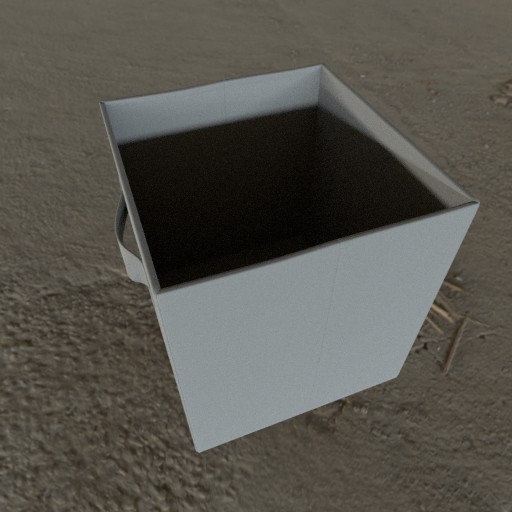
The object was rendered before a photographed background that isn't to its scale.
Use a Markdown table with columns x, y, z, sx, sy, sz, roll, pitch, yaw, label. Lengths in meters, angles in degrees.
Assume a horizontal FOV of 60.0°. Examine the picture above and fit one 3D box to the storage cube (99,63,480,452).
| x | y | z | sx | sy | sz | roll | pitch | yaw | label |
| --- | --- | --- | --- | --- | --- | --- | --- | --- | --- |
| 0.000 | 0.000 | 0.490 | 0.270 | 0.280 | 0.270 | -16 | 49 | -14 | storage cube |
